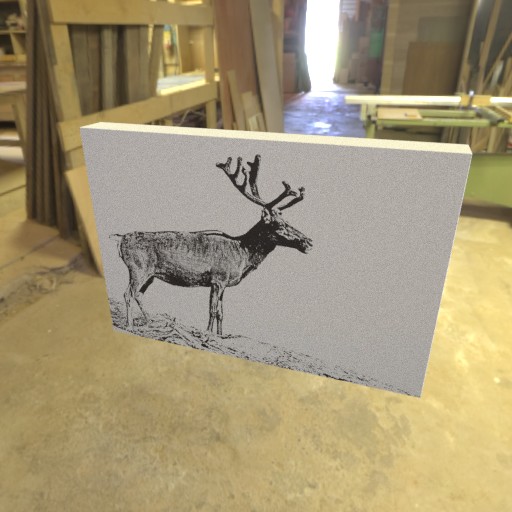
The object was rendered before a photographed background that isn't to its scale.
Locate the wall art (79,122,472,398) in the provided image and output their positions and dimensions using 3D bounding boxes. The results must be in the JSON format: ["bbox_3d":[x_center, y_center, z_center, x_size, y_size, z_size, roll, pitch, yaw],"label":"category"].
[{"bbox_3d":[0.000,0.000,0.484,0.381,0.259,0.038,8,27,17],"label":"wall art"}]
